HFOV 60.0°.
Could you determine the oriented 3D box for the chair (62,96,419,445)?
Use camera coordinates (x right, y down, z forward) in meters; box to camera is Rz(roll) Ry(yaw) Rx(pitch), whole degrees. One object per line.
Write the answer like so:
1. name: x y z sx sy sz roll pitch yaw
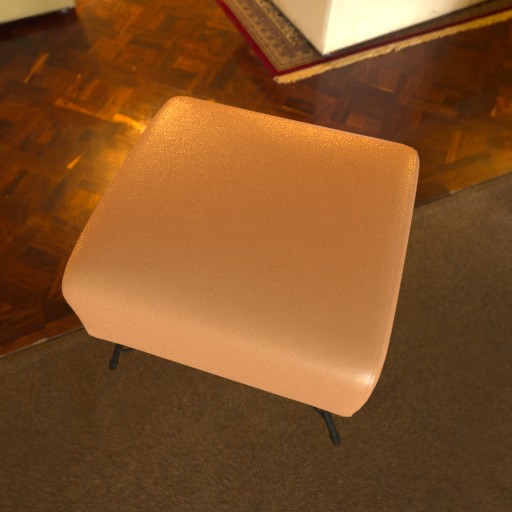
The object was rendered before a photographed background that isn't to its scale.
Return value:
1. chair: 0.000 0.000 0.903 0.530 0.410 0.530 15 60 9
